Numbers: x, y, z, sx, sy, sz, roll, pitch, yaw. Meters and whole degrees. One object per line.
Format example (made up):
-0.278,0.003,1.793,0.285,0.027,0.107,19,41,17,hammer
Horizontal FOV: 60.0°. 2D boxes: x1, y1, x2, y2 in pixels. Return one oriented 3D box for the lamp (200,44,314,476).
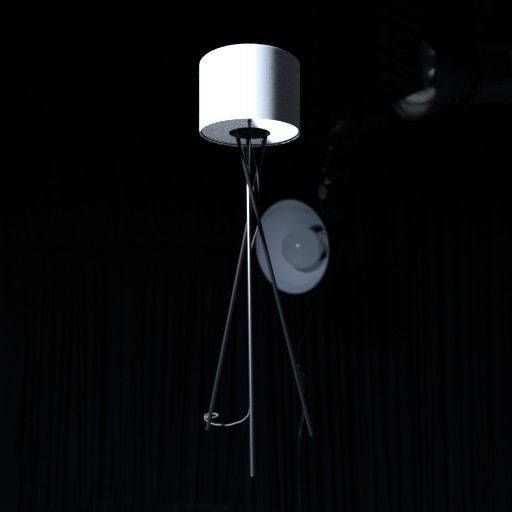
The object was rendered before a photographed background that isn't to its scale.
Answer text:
0.000,0.000,1.952,0.522,1.624,0.667,0,0,0,lamp
